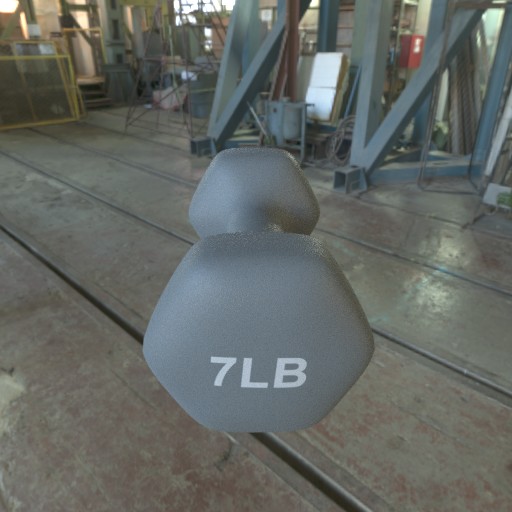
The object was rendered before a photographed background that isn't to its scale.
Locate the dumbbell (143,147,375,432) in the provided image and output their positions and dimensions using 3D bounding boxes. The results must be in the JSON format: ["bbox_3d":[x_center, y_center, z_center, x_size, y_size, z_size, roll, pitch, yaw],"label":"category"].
[{"bbox_3d":[0.000,0.000,0.237,0.090,0.081,0.184,0,26,0],"label":"dumbbell"}]
